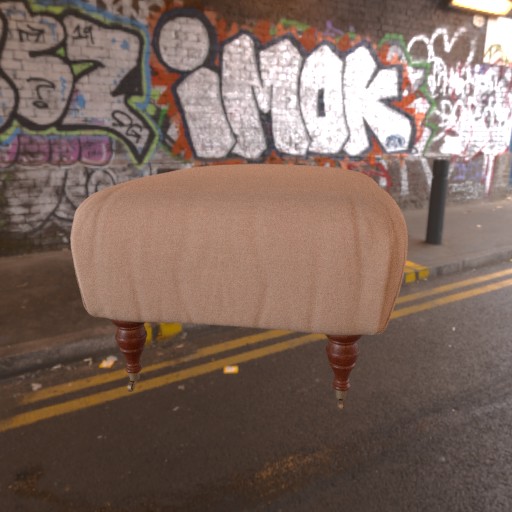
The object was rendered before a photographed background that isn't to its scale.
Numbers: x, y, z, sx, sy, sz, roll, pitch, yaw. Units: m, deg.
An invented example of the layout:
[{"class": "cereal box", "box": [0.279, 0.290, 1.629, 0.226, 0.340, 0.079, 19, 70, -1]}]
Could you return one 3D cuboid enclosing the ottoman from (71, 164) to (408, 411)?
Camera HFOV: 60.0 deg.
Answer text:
[{"class": "ottoman", "box": [0.000, 0.000, 1.138, 0.639, 0.450, 0.746, 2, 15, 9]}]
